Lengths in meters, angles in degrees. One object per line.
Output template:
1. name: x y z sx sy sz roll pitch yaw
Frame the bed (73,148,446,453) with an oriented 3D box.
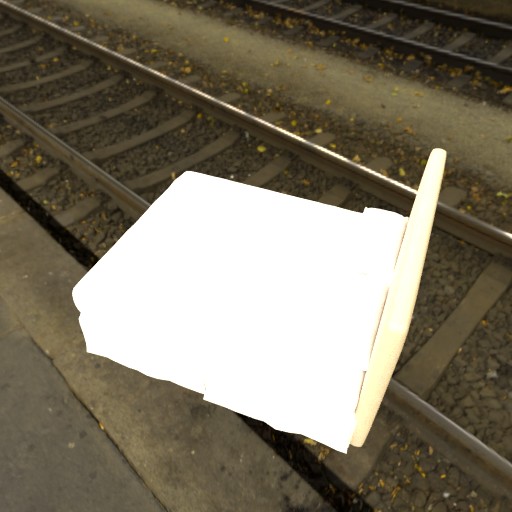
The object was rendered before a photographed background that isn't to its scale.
1. bed: 0.000 0.000 3.196 2.142 1.330 1.723 16 47 16
